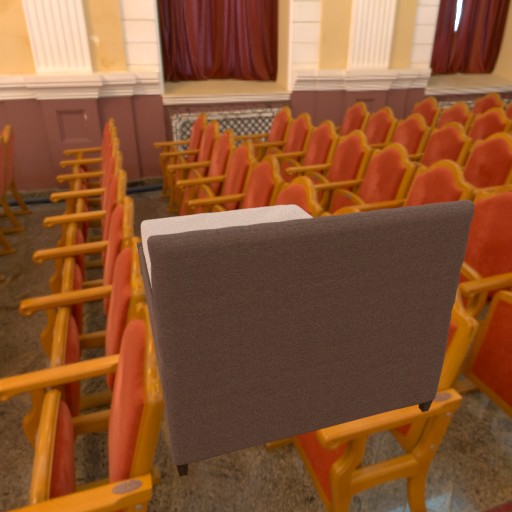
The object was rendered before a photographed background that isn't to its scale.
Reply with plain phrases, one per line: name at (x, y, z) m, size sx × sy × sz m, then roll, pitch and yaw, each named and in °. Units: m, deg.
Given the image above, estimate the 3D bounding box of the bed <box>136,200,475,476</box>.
bed at (0.000, 0.000, 3.382) m, size 1.698 × 1.427 × 2.387 m, roll -8°, pitch 26°, yaw -16°
